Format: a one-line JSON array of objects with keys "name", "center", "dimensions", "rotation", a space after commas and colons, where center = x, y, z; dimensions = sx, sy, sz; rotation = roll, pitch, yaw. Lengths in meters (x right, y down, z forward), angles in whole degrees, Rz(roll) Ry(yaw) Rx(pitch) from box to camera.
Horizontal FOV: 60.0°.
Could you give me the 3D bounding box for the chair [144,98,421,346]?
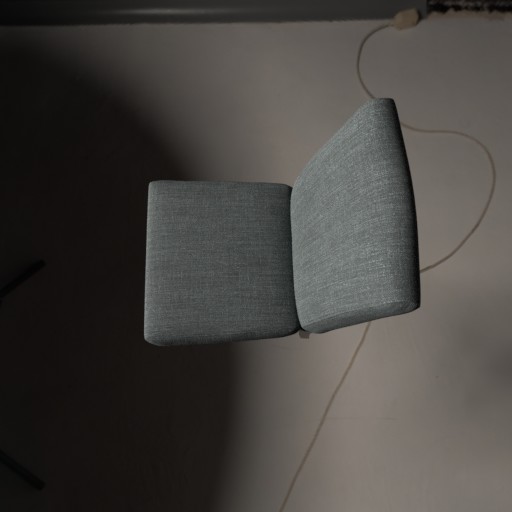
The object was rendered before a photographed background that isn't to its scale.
[{"name": "chair", "center": [0.000, 0.000, 1.276], "dimensions": [0.629, 0.884, 0.487], "rotation": [-2, 75, 0]}]
